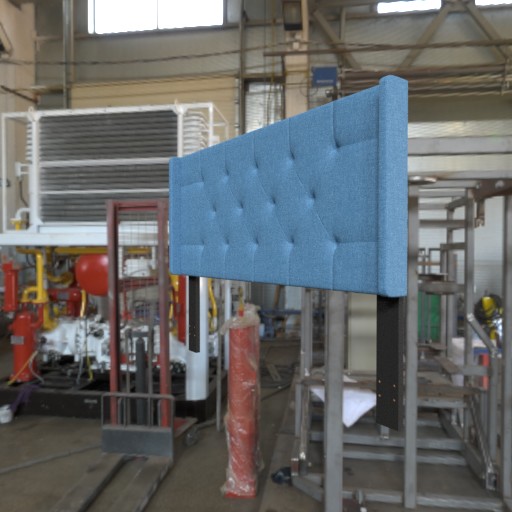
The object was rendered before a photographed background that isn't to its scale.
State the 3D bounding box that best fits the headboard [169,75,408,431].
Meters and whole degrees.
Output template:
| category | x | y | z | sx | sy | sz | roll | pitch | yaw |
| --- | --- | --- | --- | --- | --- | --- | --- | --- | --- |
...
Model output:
| category | x | y | z | sx | sy | sz | roll | pitch | yaw |
| --- | --- | --- | --- | --- | --- | --- | --- | --- | --- |
| headboard | 0.000 | 0.000 | 2.697 | 0.184 | 1.524 | 2.051 | -1 | 1 | -36 |
